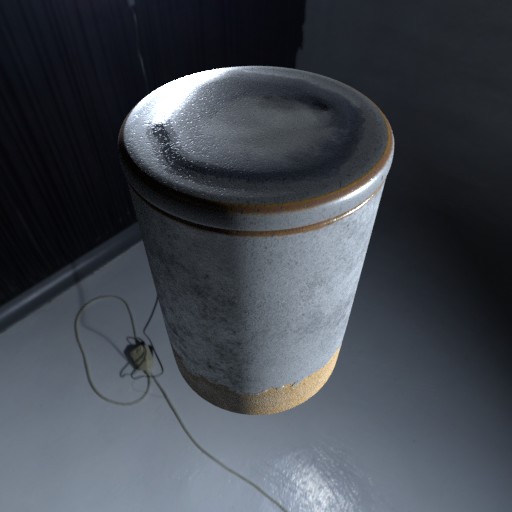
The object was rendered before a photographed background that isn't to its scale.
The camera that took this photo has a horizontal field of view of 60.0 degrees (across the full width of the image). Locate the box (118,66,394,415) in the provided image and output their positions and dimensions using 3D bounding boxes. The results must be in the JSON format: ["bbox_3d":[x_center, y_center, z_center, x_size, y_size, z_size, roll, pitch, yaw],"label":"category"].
[{"bbox_3d":[0.000,0.000,0.250,0.118,0.168,0.118,0,46,0],"label":"box"}]
